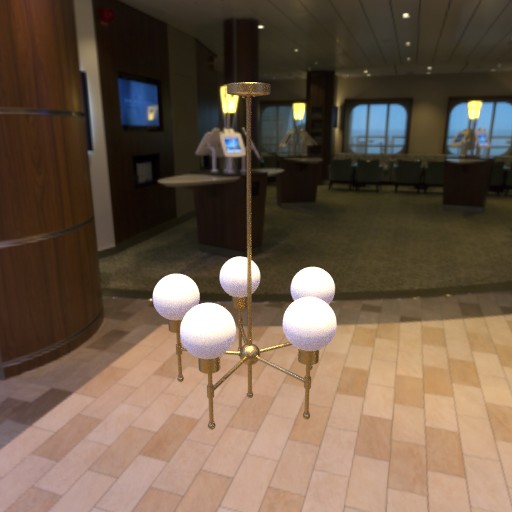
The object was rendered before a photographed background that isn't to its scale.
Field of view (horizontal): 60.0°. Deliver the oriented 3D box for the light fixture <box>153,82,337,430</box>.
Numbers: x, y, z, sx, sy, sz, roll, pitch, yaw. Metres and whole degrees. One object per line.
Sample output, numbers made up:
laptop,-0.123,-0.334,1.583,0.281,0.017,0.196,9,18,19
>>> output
light fixture,0.000,0.000,1.844,0.785,1.331,0.815,-8,18,-26
